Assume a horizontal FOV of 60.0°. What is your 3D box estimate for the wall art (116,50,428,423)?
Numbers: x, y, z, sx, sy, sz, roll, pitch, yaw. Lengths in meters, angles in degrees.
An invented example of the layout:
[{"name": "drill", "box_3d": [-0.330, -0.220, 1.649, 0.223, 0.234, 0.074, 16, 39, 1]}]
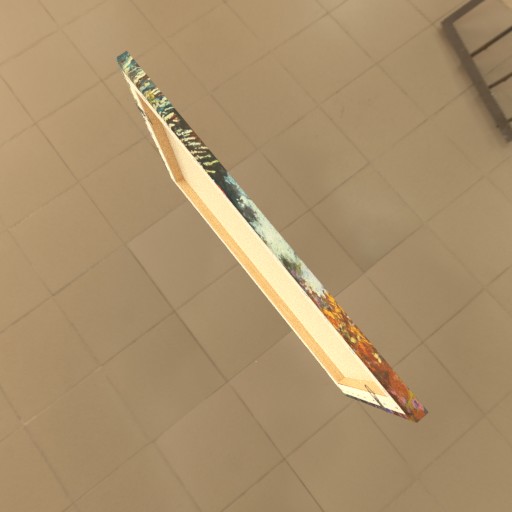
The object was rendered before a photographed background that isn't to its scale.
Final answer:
[{"name": "wall art", "box_3d": [0.000, 0.000, 1.414, 0.042, 0.760, 1.136, -38, 79, -8]}]
